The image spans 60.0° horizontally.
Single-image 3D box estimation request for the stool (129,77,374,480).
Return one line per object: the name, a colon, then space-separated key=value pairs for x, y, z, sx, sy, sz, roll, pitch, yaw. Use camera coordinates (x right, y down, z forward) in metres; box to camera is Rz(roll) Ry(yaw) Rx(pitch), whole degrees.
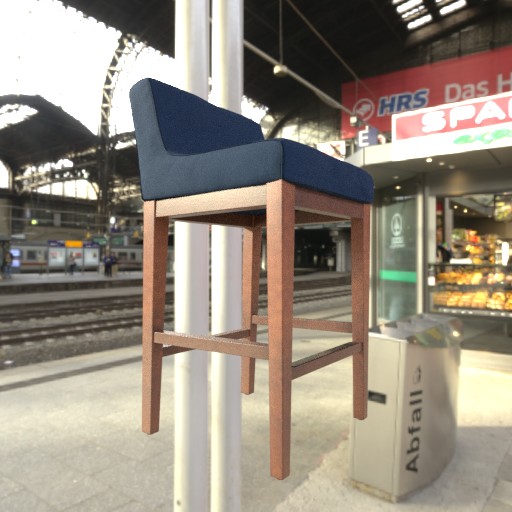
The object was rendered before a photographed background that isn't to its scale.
stool: x=0.000 y=0.000 z=1.242 sx=0.516 sy=0.945 sz=0.511 roll=0 pitch=-1 yaw=36
